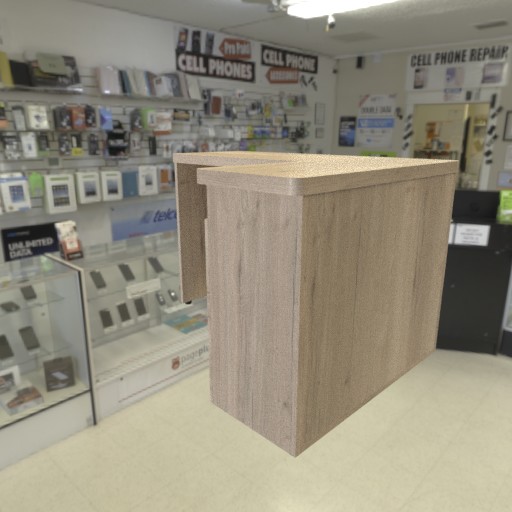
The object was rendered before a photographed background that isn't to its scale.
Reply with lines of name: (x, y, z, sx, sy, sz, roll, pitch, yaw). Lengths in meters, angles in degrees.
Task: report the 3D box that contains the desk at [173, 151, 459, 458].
desk: (0.000, 0.000, 1.773, 0.900, 0.760, 1.169, -15, 21, -43)
